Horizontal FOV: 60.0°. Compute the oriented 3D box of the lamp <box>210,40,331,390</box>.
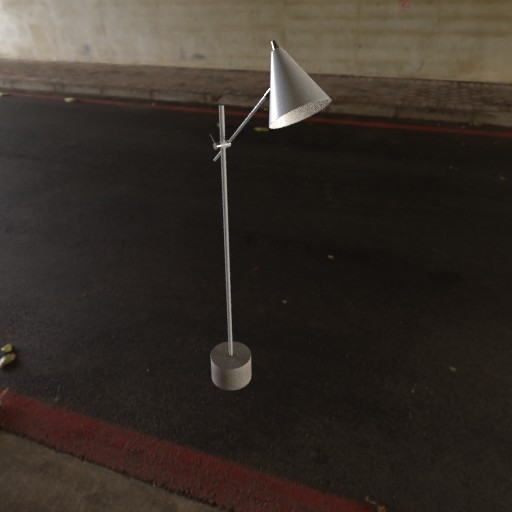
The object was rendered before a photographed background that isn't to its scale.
[{"bbox_3d":[0.000,0.000,1.622,0.223,1.430,0.508,-22,36,-32],"label":"lamp"}]
